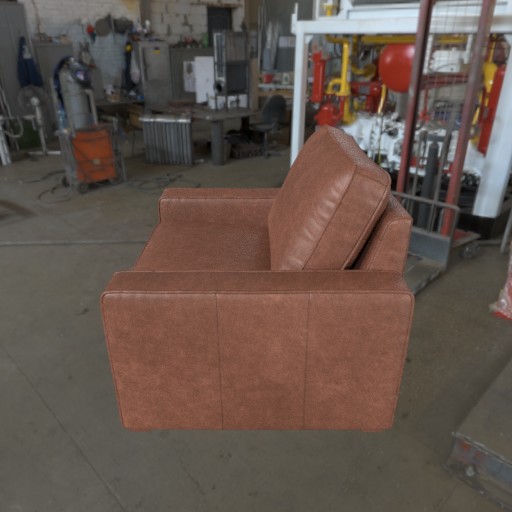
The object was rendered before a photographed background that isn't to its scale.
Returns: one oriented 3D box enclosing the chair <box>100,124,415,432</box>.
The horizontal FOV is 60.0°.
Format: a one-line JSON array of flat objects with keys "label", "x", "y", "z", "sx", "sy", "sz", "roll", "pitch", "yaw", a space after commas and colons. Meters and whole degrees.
[{"label": "chair", "x": 0.000, "y": 0.000, "z": 1.765, "sx": 0.940, "sy": 0.919, "sz": 1.017, "roll": 0, "pitch": 26, "yaw": 0}]
